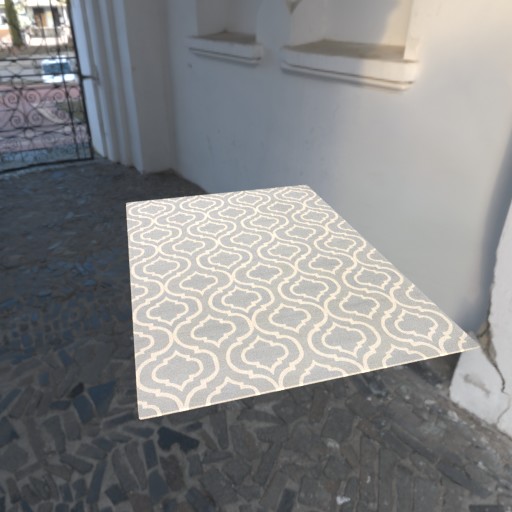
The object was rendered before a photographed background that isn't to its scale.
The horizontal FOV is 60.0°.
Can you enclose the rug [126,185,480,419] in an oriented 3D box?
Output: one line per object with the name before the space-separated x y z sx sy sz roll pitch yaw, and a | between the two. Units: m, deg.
rug | 0.000 0.000 2.632 1.451 0.010 2.080 -8 30 -13
